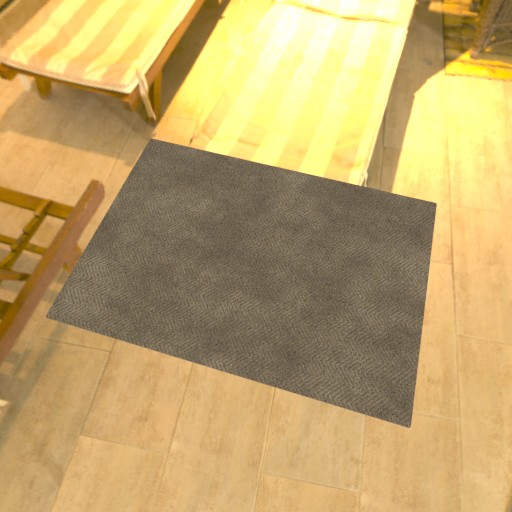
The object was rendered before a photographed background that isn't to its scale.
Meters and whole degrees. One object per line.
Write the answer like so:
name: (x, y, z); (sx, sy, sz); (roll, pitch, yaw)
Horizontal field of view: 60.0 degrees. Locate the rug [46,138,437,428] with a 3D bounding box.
rug: (0.000, 0.000, 2.963); (2.235, 0.008, 1.600); (15, 60, 9)
